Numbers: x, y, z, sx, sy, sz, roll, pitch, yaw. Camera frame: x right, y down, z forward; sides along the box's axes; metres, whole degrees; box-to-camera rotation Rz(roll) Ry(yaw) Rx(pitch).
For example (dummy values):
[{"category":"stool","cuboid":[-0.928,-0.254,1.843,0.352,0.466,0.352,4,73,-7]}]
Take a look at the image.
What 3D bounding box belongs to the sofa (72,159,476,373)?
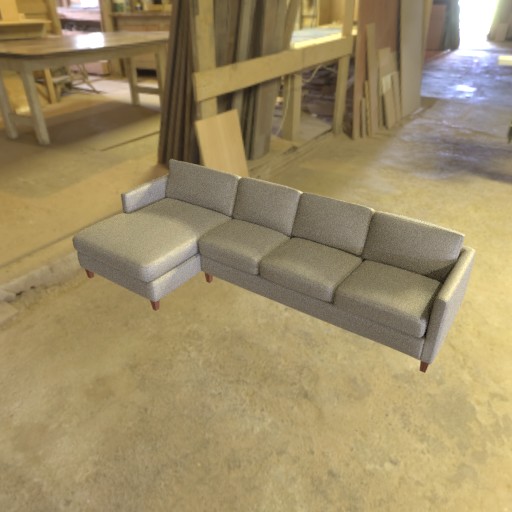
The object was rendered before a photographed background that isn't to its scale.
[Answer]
[{"category":"sofa","cuboid":[0.000,0.000,3.836,3.201,0.876,1.502,20,36,29]}]
